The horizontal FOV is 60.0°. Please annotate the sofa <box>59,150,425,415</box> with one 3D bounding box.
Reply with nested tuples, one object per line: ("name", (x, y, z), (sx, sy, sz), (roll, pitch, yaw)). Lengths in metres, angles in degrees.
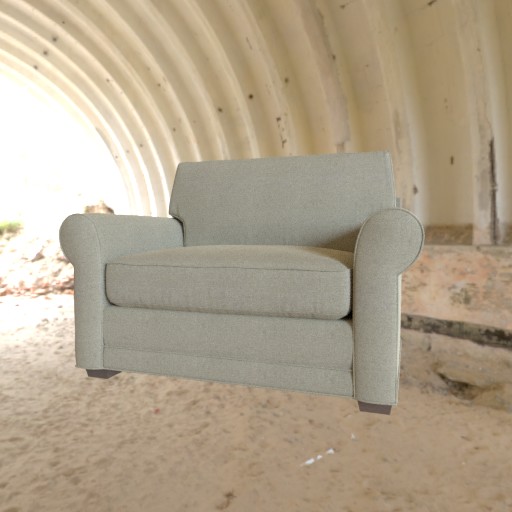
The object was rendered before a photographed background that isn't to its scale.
("sofa", (0.000, 0.000, 2.005), (1.405, 0.991, 0.936), (1, 3, 19))
